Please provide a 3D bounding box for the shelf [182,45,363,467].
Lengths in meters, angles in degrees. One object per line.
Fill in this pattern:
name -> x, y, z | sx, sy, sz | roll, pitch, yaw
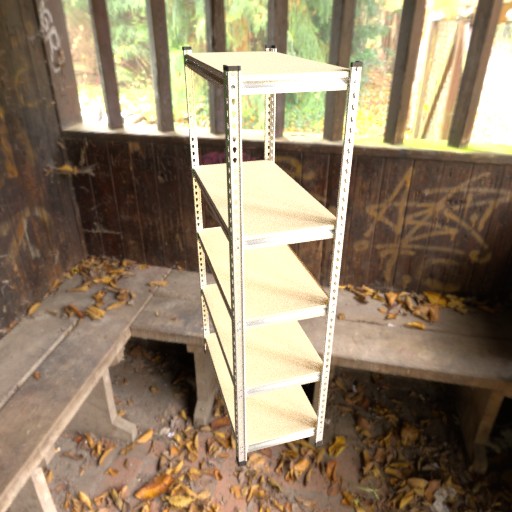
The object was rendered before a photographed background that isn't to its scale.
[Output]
shelf -> 0.000, 0.000, 2.191 | 0.457, 1.829, 0.914 | -8, 30, -15
